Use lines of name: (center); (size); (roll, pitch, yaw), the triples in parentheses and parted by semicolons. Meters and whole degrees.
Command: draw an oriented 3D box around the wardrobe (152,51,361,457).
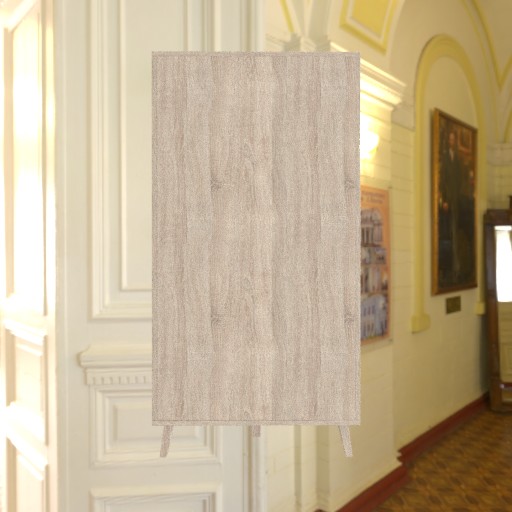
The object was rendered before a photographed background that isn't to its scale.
wardrobe: (0.000, 0.000, 2.424); (1.000, 1.960, 0.600); (0, 0, 0)
